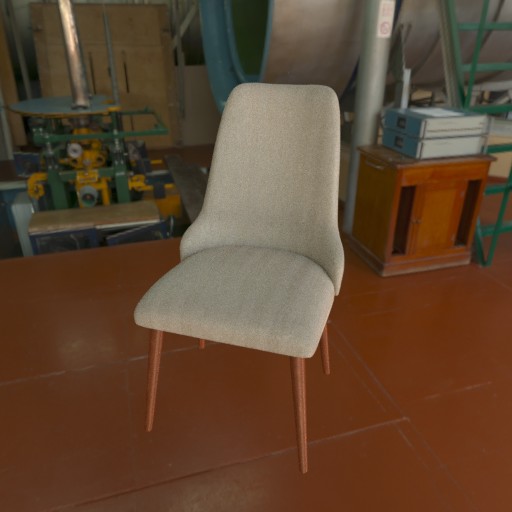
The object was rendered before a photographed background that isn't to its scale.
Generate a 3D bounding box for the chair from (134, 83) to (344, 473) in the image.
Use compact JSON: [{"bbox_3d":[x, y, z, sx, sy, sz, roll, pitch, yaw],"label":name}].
[{"bbox_3d":[0.000,0.000,1.346,0.526,0.917,0.684,8,28,15],"label":"chair"}]
